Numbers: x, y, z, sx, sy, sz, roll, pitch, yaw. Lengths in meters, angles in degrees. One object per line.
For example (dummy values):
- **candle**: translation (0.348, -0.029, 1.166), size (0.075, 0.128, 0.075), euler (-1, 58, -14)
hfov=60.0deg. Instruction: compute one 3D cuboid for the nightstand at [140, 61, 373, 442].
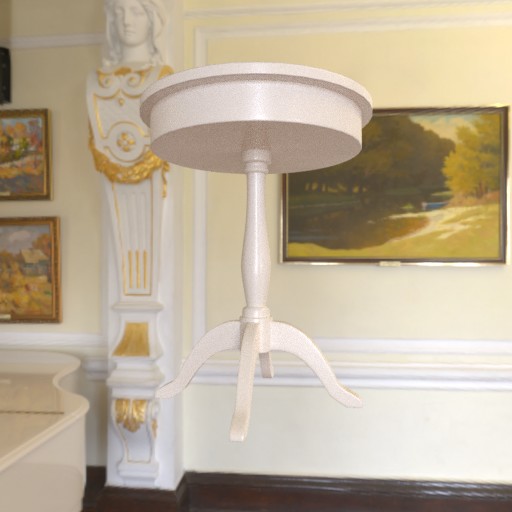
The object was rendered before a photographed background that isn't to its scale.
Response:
- **nightstand**: translation (0.000, 0.000, 1.002), size (0.513, 0.653, 0.513), euler (0, -1, 18)
